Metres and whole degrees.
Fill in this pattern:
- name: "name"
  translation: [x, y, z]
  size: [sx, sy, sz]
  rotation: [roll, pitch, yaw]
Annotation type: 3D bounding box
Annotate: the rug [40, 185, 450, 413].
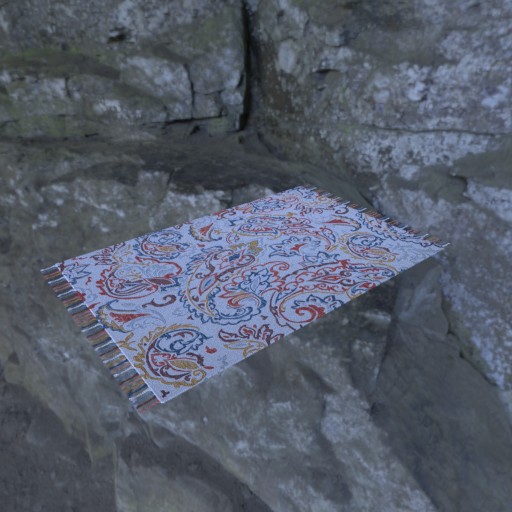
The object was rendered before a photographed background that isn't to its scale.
- name: "rug"
  translation: [0.000, 0.000, 2.491]
  size: [1.997, 0.010, 1.218]
  rotation: [-22, 37, -32]
